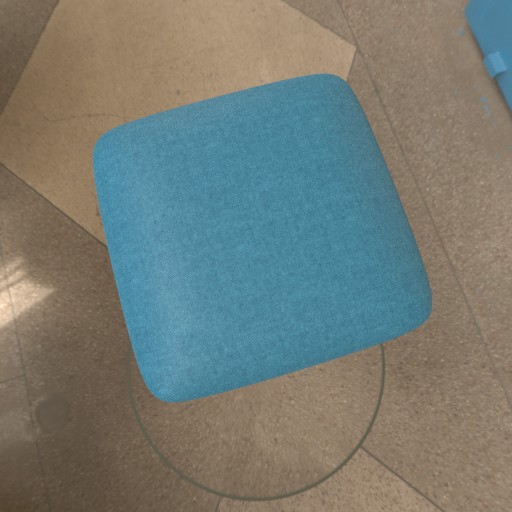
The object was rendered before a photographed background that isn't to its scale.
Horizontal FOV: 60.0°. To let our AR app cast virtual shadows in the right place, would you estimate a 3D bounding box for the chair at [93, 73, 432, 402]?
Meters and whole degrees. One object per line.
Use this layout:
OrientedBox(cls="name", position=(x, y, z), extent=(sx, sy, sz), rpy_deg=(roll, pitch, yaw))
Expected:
OrientedBox(cls="chair", position=(0.000, 0.000, 0.708), extent=(0.360, 0.450, 0.360), rpy_deg=(-16, 77, -4))
